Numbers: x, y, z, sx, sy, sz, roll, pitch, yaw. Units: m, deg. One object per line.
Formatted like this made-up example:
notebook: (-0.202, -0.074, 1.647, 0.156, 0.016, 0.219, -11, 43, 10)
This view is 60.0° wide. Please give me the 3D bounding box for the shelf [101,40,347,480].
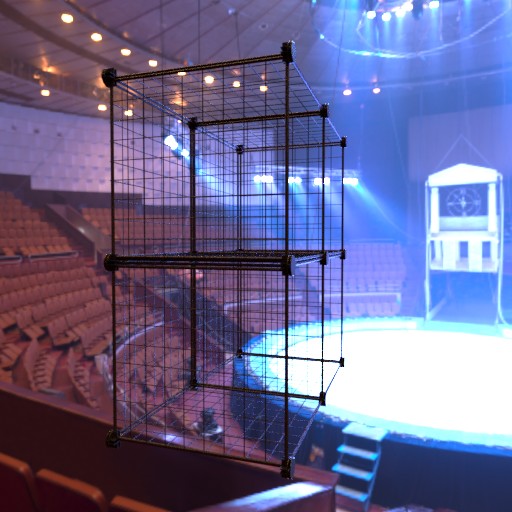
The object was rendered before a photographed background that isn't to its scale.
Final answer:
shelf: (0.000, 0.000, 1.098, 0.356, 0.711, 0.711, 1, 2, 19)
